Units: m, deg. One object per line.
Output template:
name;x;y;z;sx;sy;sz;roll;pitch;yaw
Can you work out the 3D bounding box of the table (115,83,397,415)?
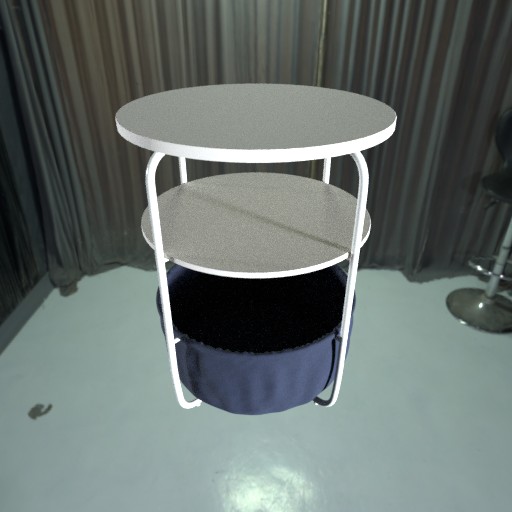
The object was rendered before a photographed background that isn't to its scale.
table;0.000;0.000;0.820;0.418;0.532;0.418;0;31;-1
